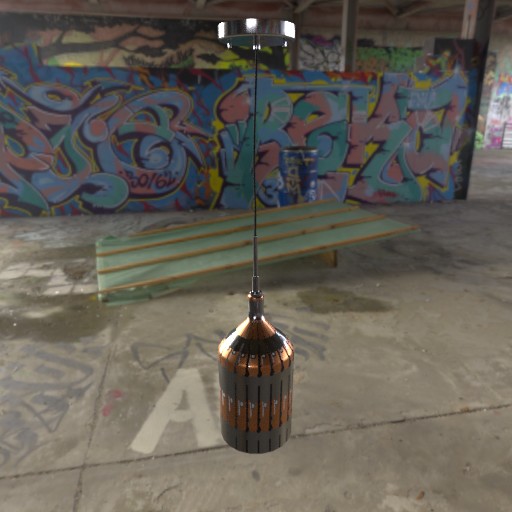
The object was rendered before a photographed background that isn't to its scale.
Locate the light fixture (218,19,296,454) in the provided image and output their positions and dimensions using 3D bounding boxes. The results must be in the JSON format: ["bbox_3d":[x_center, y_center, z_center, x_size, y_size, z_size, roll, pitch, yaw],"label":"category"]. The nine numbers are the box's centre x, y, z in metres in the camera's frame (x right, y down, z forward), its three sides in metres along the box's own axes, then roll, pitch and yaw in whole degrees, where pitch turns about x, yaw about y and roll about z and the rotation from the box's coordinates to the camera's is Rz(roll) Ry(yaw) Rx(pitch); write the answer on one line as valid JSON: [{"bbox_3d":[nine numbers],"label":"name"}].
[{"bbox_3d":[0.000,0.000,1.648,0.303,1.535,0.303,0,17,0],"label":"light fixture"}]
